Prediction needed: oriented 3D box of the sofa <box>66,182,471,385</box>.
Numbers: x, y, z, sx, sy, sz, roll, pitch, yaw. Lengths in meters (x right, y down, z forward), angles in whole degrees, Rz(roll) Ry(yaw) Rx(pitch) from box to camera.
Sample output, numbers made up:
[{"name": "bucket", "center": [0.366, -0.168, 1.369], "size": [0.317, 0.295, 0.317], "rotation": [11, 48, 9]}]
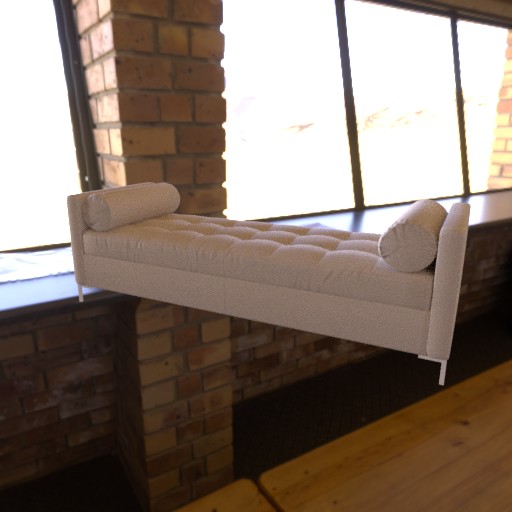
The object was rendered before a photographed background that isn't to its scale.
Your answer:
[{"name": "sofa", "center": [0.000, 0.000, 2.349], "size": [1.981, 0.635, 0.686], "rotation": [8, 18, 25]}]
